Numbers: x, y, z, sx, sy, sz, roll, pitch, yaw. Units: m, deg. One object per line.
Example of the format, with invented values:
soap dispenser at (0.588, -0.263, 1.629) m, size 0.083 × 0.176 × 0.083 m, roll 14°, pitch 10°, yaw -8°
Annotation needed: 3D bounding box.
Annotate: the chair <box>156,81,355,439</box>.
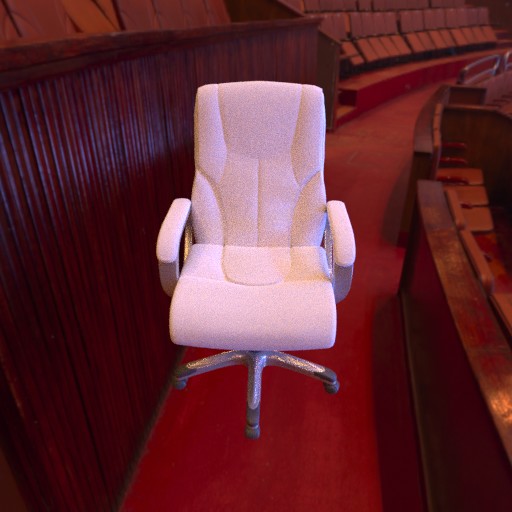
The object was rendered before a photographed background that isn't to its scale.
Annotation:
chair at (0.000, 0.000, 1.639) m, size 0.687 × 1.120 × 0.738 m, roll 1°, pitch 30°, yaw 2°
